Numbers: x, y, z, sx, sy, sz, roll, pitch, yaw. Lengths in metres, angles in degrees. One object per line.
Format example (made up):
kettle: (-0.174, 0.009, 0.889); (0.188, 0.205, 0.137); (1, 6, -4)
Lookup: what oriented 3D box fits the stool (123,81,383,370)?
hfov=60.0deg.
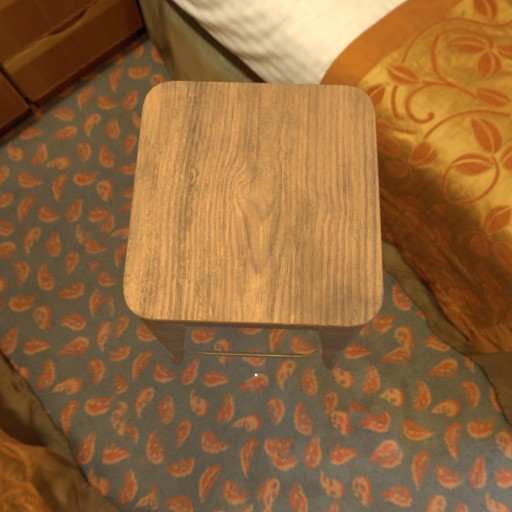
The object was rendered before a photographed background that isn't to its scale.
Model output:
stool: (0.000, 0.000, 0.853); (0.407, 0.607, 0.407); (2, 75, 0)
